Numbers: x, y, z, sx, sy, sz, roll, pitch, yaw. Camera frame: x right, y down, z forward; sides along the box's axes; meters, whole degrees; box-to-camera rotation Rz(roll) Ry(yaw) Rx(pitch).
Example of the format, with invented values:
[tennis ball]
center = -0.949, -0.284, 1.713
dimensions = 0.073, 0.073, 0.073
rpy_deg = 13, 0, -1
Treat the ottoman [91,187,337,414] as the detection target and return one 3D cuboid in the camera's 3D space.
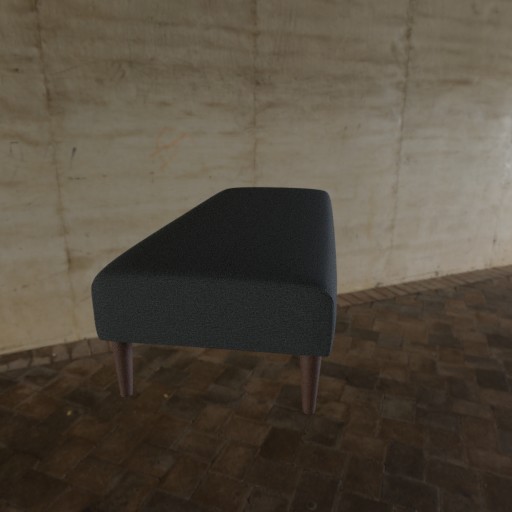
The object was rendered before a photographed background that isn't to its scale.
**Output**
[ottoman]
center = 0.000, 0.000, 1.873
dimensions = 0.646, 0.393, 1.609
rpy_deg = 2, 17, 8
